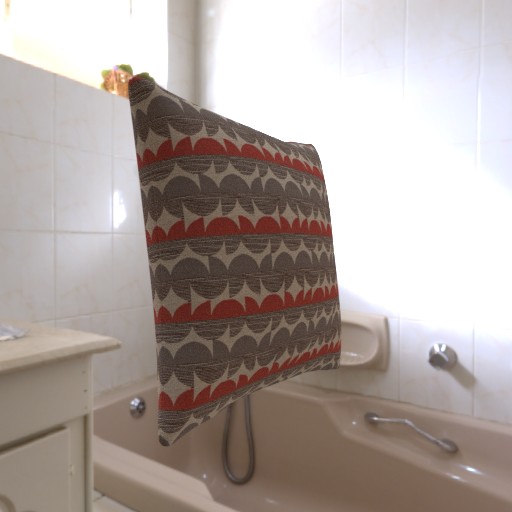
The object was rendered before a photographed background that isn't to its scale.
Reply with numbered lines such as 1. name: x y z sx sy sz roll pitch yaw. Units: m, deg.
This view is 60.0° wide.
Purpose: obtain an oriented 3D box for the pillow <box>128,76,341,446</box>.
1. pillow: 0.000 0.000 0.646 0.180 0.410 0.420 1 1 36
